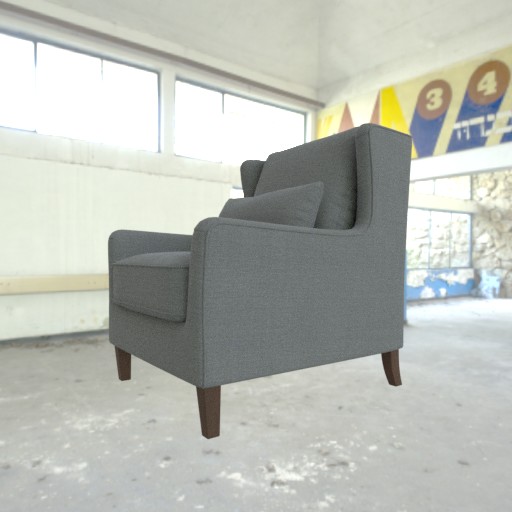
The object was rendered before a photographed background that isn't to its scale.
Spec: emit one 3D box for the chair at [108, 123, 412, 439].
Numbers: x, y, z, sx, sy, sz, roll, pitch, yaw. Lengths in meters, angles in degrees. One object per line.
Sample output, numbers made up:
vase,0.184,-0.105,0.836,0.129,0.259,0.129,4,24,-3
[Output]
chair,0.000,0.000,1.848,1.040,1.056,0.866,0,0,-36
